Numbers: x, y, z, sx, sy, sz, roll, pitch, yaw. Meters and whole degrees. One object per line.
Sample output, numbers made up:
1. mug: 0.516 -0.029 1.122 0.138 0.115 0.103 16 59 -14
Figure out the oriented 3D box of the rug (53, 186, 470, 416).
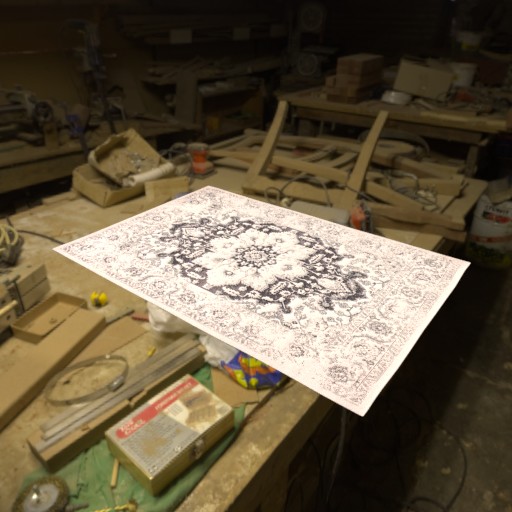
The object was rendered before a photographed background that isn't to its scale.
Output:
1. rug: 0.000 0.000 2.304 1.813 0.008 1.223 21 36 32
